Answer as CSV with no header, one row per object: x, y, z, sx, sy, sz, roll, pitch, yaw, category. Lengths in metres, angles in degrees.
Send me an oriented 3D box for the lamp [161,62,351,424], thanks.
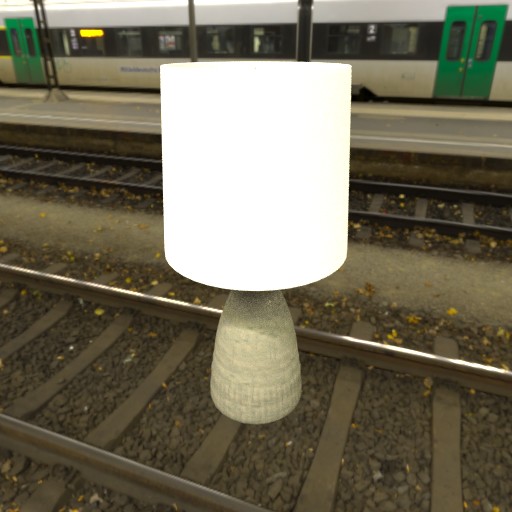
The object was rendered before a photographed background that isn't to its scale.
0.000,0.000,0.466,0.186,0.369,0.186,0,25,0,lamp
